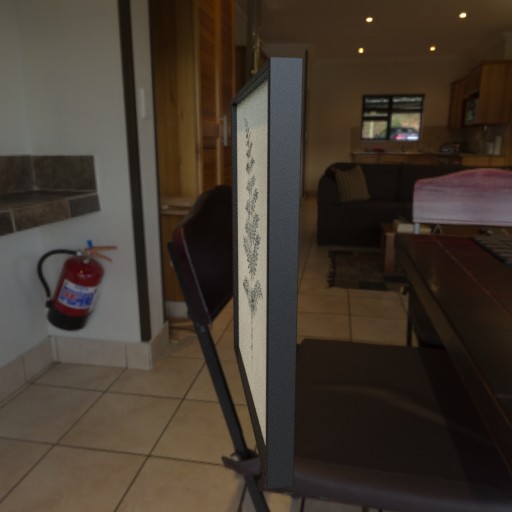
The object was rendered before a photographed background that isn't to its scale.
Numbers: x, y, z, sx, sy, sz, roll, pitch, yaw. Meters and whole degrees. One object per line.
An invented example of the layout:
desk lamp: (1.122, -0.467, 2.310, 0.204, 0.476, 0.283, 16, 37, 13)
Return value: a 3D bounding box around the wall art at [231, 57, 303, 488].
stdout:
wall art: (0.000, 0.000, 0.767, 0.039, 0.555, 0.449, -2, 14, -8)
